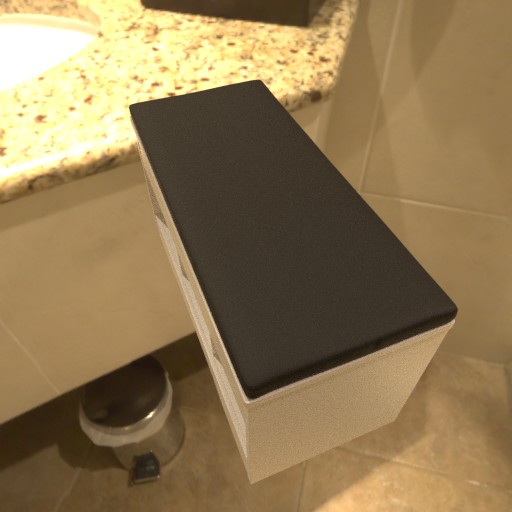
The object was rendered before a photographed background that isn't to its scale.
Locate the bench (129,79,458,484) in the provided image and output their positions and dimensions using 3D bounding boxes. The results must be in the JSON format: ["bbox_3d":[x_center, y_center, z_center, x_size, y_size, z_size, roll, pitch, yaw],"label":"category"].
[{"bbox_3d":[0.000,0.000,1.164,0.401,0.500,0.899,-17,50,-15],"label":"bench"}]
